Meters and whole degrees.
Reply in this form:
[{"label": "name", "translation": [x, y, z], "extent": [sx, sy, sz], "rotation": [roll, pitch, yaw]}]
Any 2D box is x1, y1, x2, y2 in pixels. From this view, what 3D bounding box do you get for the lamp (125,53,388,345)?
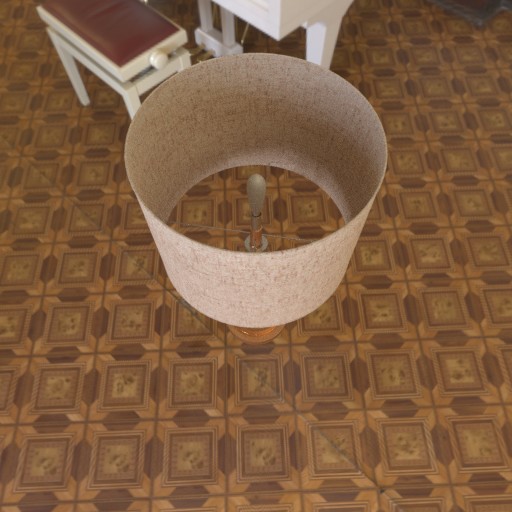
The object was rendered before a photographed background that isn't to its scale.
[{"label": "lamp", "translation": [0.000, 0.000, 0.815], "extent": [0.321, 0.610, 0.321], "rotation": [-31, 66, -15]}]
